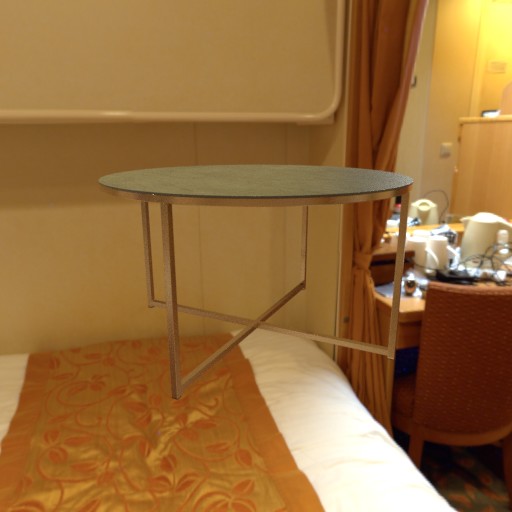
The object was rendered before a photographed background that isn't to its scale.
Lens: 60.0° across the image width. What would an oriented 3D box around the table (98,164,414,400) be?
[{"bbox_3d":[0.000,0.000,1.250,0.800,0.450,0.800,0,16,0],"label":"table"}]
